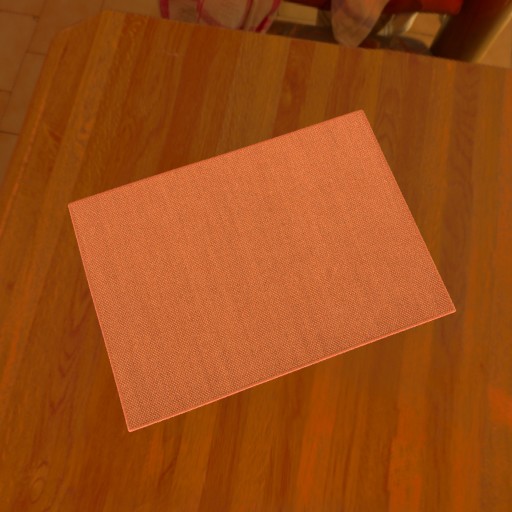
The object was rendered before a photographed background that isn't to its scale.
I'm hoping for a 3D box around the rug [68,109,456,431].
[{"bbox_3d":[0.000,0.000,2.872,2.134,0.013,1.524,-19,77,-5],"label":"rug"}]
